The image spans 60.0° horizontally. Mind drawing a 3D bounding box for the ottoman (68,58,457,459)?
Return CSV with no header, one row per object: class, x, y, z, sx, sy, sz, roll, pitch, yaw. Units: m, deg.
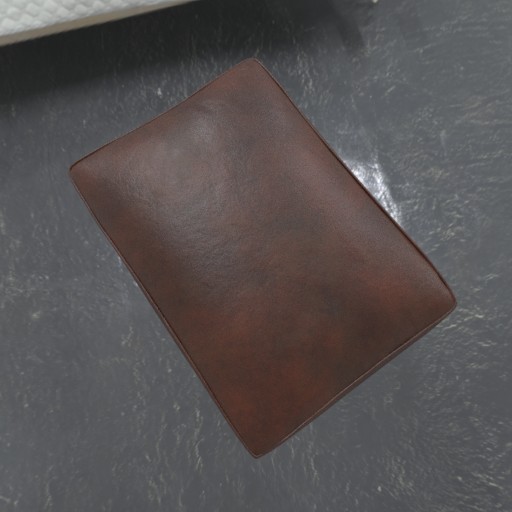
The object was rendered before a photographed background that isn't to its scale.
ottoman,0.000,0.000,0.986,0.501,0.432,0.665,-34,78,-9
